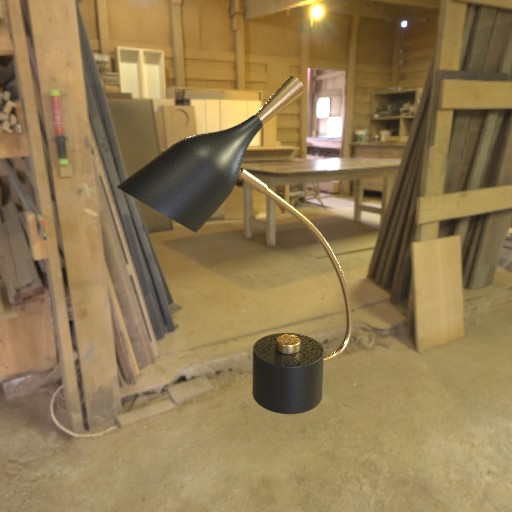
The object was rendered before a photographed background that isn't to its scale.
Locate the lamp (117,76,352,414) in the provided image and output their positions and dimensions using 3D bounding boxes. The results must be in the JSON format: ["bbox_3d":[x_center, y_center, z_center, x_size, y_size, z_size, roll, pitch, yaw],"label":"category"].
[{"bbox_3d":[0.000,0.000,0.608,0.352,0.464,0.110,-8,18,-26],"label":"lamp"}]
